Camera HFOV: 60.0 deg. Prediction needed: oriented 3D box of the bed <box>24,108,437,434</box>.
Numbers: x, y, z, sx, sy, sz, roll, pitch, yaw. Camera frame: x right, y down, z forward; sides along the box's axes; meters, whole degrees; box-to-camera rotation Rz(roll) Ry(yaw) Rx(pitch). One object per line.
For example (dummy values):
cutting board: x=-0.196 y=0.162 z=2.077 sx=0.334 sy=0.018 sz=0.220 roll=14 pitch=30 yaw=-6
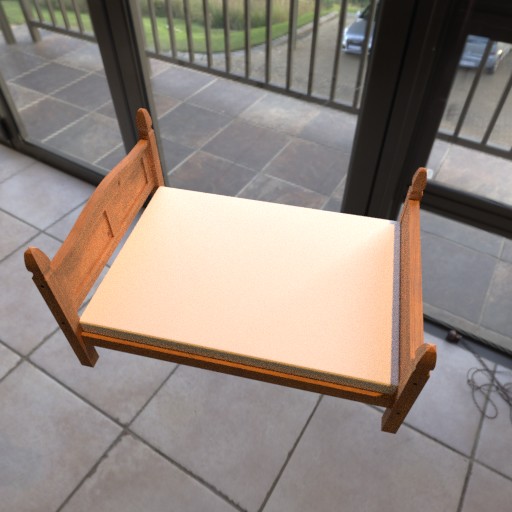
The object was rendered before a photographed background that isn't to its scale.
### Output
bed: x=0.000 y=0.000 z=2.914 sx=2.069 sy=1.100 sz=1.490 roll=10 pitch=48 yaw=9
